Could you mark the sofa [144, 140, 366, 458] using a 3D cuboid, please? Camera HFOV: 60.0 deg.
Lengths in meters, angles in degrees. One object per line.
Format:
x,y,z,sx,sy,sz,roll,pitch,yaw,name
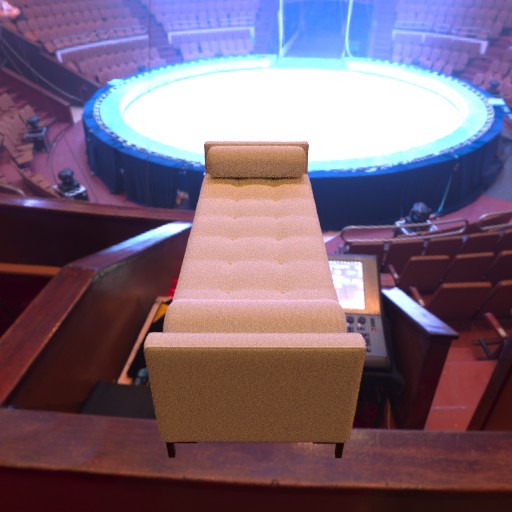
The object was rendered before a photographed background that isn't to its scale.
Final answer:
0.000,0.000,2.399,0.746,0.641,1.985,0,34,0,sofa
